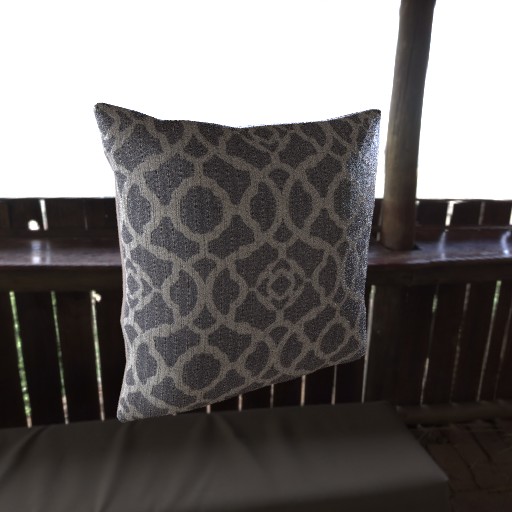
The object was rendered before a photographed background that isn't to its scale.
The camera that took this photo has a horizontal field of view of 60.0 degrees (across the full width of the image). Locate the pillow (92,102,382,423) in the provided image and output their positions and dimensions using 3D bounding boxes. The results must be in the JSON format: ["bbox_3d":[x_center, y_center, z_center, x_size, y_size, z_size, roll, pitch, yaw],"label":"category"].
[{"bbox_3d":[0.000,0.000,0.770,0.508,0.498,0.215,-8,18,-26],"label":"pillow"}]
